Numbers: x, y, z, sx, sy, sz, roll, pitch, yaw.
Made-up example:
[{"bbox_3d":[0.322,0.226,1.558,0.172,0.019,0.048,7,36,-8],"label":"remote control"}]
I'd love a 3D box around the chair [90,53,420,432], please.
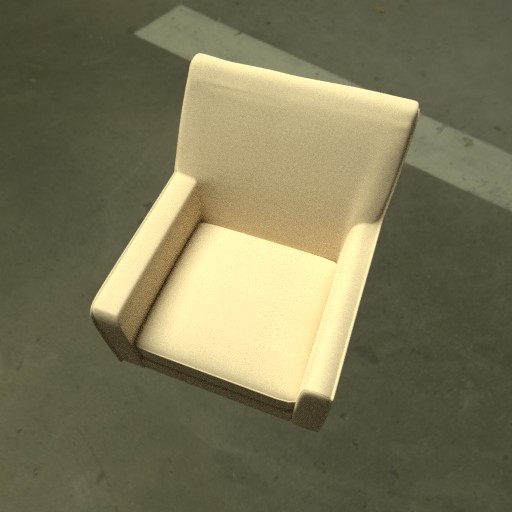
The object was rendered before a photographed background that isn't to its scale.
[{"bbox_3d":[0.000,0.000,1.586,0.780,0.919,0.899,17,58,11],"label":"chair"}]
